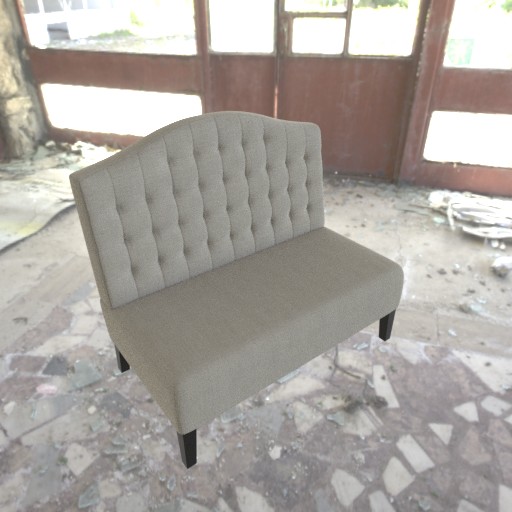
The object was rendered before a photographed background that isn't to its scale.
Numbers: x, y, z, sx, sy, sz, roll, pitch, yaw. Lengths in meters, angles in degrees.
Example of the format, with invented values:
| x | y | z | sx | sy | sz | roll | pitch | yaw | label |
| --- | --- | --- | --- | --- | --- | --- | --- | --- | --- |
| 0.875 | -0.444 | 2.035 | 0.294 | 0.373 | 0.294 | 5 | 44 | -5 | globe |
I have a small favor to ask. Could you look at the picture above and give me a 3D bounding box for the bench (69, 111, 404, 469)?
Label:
| x | y | z | sx | sy | sz | roll | pitch | yaw | label |
| --- | --- | --- | --- | --- | --- | --- | --- | --- | --- |
| 0.000 | 0.000 | 2.096 | 1.335 | 1.180 | 0.815 | -22 | 37 | -31 | bench |
